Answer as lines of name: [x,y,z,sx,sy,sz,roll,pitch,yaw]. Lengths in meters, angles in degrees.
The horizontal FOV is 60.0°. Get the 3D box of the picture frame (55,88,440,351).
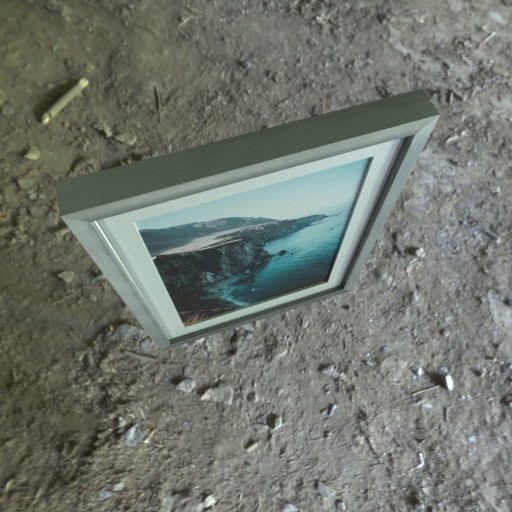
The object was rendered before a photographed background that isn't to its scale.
picture frame: [0.000,0.000,0.755,0.449,0.555,0.046,-17,65,-8]
